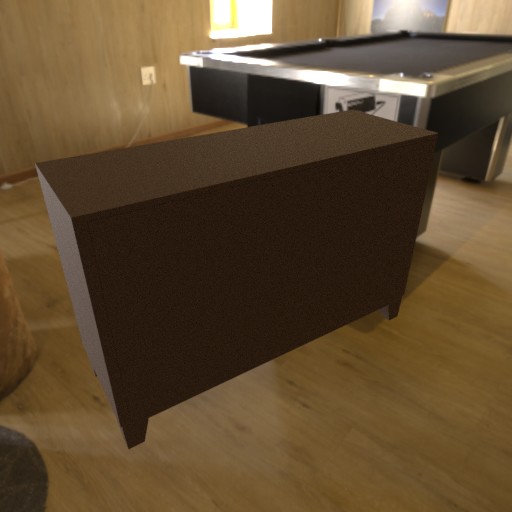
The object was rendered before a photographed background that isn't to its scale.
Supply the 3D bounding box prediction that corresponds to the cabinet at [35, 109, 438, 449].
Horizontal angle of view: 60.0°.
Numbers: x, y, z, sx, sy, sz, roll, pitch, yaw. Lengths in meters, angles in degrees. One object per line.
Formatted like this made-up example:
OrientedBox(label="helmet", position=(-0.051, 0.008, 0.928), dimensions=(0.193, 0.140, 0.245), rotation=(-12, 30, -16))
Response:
OrientedBox(label="cabinet", position=(0.000, 0.000, 1.824), dimensions=(1.396, 0.914, 0.482), rotation=(-18, 35, -28))
